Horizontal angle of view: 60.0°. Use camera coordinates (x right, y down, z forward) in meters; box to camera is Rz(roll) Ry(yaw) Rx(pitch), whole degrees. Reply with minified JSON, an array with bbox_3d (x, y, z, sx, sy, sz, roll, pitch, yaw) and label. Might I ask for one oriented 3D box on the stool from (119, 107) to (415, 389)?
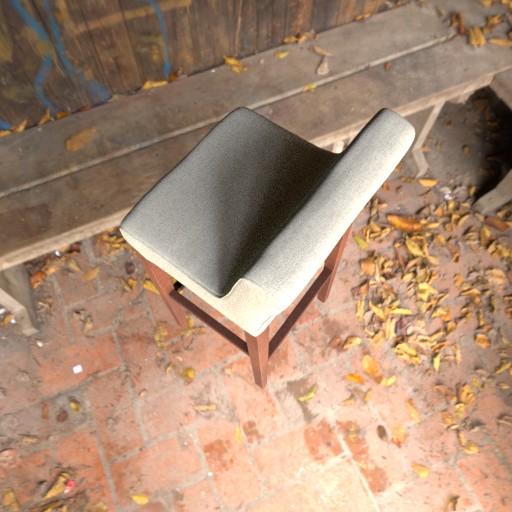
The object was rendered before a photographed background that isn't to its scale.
[{"bbox_3d":[0.000,0.000,1.354,0.500,1.037,0.511,34,68,15],"label":"stool"}]
